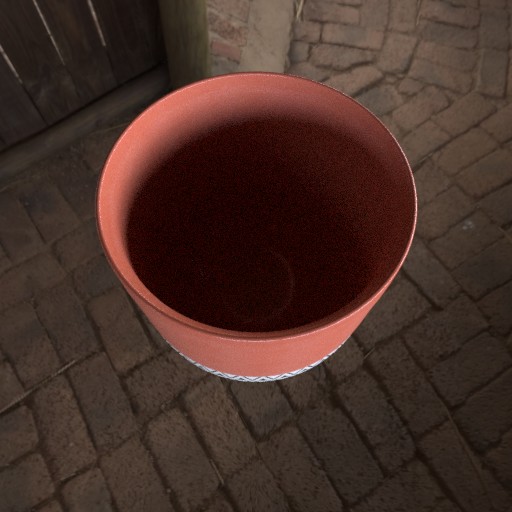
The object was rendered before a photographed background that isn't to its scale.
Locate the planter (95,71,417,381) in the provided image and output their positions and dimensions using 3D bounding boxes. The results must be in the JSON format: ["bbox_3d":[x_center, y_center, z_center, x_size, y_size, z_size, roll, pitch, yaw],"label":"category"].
[{"bbox_3d":[0.000,0.000,0.489,0.266,0.270,0.266,0,64,0],"label":"planter"}]
